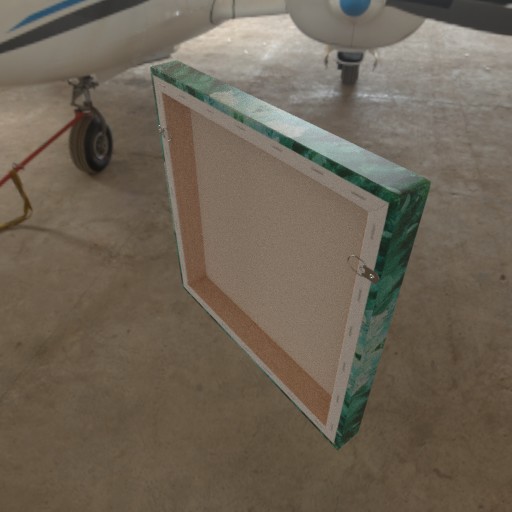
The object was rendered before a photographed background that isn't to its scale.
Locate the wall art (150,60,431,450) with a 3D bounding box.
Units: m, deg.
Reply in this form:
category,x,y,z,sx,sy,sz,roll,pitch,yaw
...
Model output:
category,x,y,z,sx,sy,sz,roll,pitch,yaw
wall art,0.000,0.000,0.463,0.033,0.313,0.313,-27,47,-28
